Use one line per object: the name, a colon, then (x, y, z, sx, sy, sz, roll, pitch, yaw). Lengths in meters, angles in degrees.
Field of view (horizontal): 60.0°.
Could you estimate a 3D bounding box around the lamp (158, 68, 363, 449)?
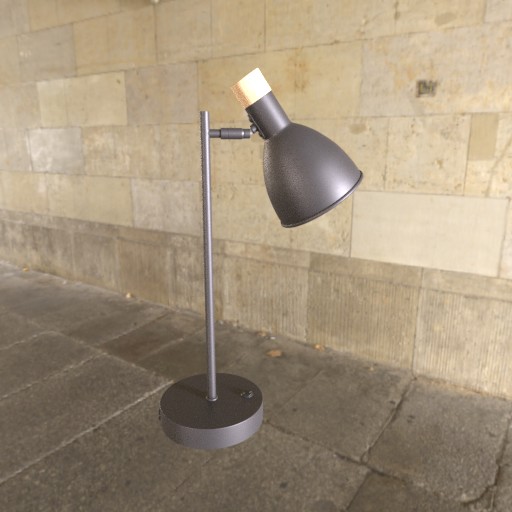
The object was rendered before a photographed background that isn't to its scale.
lamp: (0.000, 0.000, 0.612, 0.287, 0.483, 0.152, -2, 14, -10)
